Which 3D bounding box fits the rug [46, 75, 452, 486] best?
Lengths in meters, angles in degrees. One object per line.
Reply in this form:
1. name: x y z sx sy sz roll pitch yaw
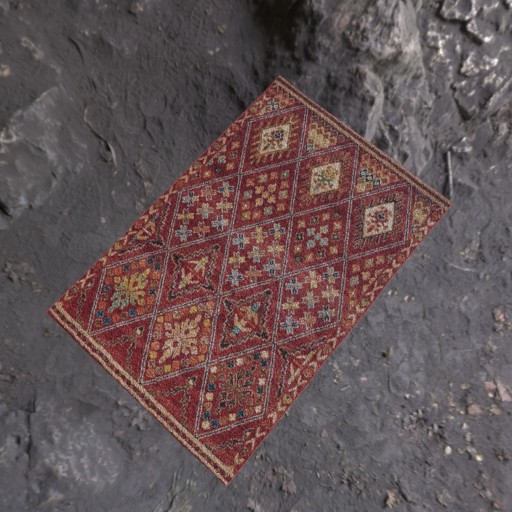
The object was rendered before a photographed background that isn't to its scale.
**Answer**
1. rug: 0.000 0.000 2.871 1.521 0.026 2.286 40 78 10
